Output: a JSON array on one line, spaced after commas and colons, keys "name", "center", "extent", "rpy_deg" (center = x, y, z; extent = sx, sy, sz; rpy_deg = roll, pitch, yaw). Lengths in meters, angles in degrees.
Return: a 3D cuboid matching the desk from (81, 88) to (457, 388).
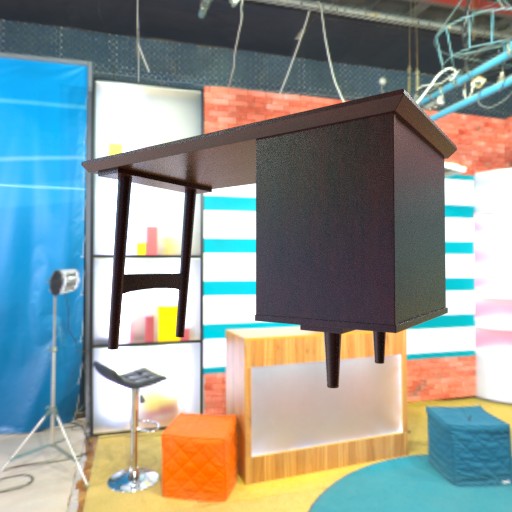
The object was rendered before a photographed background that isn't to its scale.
[{"name": "desk", "center": [0.000, 0.000, 1.647], "extent": [1.277, 0.758, 0.612], "rpy_deg": [-1, -2, 35]}]
